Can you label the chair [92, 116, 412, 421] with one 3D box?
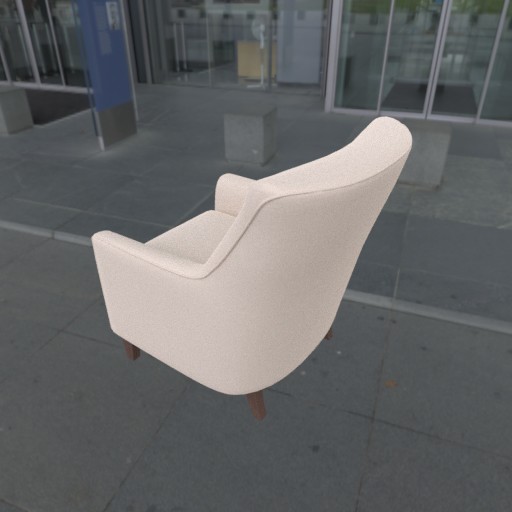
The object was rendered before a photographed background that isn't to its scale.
[{"bbox_3d":[0.000,0.000,1.580,0.879,0.916,0.756,20,36,30],"label":"chair"}]
